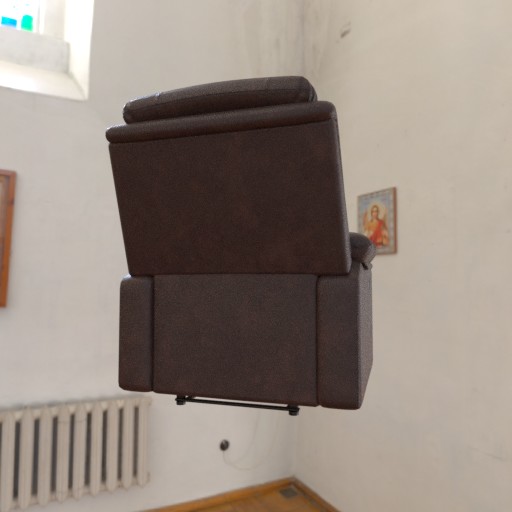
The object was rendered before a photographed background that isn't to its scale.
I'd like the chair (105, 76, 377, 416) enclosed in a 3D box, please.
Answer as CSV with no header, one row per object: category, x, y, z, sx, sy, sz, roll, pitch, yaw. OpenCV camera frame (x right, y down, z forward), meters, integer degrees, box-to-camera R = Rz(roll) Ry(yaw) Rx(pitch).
chair,0.000,0.000,1.653,0.855,0.992,0.919,-1,-3,17
